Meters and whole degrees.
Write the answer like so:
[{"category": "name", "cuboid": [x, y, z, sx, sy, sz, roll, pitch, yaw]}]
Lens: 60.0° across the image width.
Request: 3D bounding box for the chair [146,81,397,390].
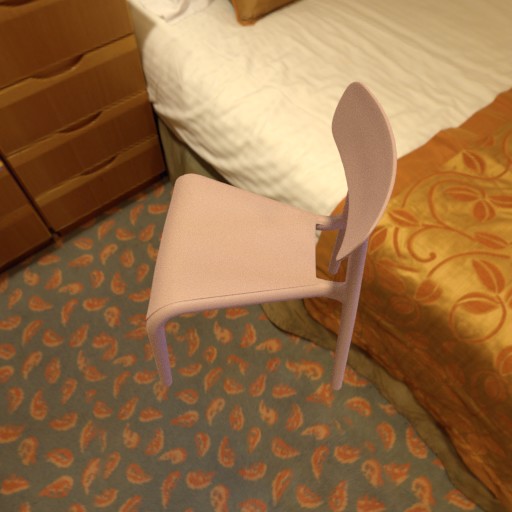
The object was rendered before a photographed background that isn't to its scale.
[{"category": "chair", "cuboid": [0.000, 0.000, 0.828, 0.401, 0.580, 0.356, 3, 58, 2]}]
